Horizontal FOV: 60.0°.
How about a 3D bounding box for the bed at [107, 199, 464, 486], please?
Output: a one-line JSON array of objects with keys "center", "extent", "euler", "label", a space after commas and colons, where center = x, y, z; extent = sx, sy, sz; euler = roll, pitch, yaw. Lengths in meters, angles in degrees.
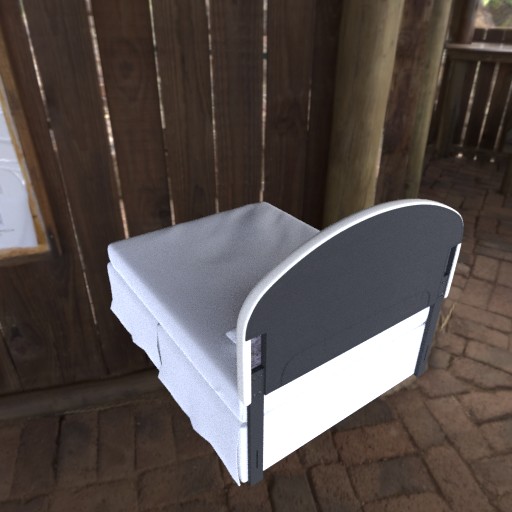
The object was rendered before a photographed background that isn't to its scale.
[{"center": [0.000, 0.000, 3.055], "extent": [1.607, 1.410, 2.005], "euler": [-19, 35, -30], "label": "bed"}]
